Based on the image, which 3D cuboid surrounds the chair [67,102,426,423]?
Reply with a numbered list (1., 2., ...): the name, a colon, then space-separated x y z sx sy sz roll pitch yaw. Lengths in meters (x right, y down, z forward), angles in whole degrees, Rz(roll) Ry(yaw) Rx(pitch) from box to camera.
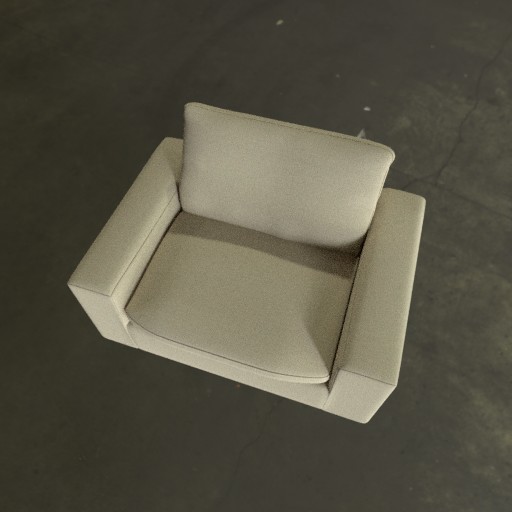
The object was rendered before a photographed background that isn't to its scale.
1. chair: 0.000 0.000 2.072 1.398 0.915 1.039 15 57 10
